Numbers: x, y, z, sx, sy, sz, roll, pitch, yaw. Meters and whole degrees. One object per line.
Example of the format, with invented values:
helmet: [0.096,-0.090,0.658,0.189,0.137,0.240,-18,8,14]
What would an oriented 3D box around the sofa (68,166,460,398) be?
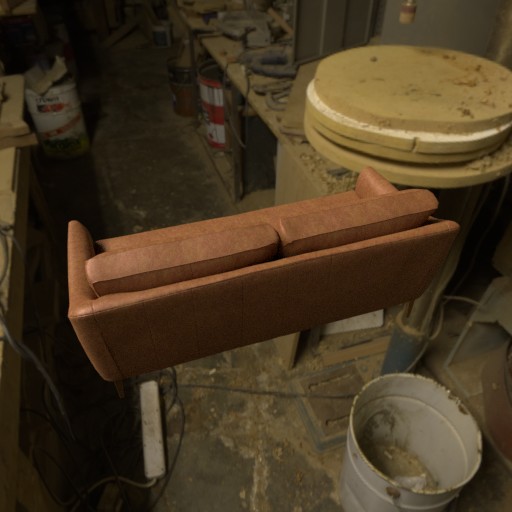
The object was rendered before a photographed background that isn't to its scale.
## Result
sofa: [0.000,0.000,2.594,2.036,0.945,0.981,-13,43,-14]
